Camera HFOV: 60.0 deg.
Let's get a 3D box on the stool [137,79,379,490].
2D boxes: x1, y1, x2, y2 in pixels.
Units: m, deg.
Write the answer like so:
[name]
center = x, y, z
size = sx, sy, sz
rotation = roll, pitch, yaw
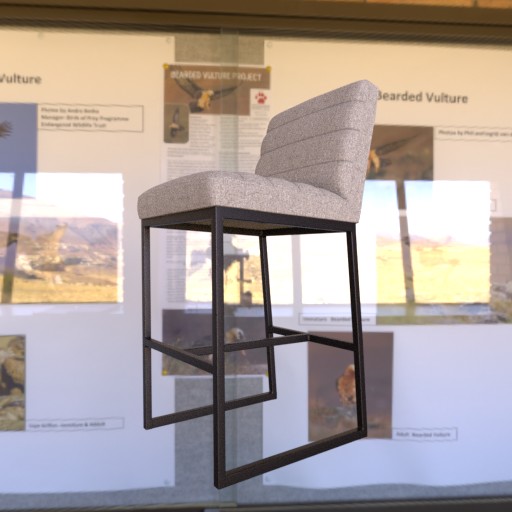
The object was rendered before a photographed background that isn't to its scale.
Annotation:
[stool]
center = 0.000, 0.000, 1.307
size = 0.571, 1.034, 0.459
rotation = 0, 0, -36
